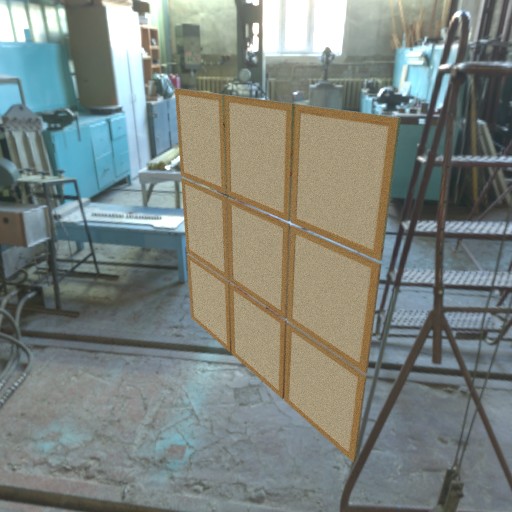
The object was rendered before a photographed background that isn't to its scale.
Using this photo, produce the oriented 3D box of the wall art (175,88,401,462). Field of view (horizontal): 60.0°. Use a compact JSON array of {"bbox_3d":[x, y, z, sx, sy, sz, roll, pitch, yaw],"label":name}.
[{"bbox_3d":[0.000,0.000,2.268,0.013,1.523,1.517,-17,30,-33],"label":"wall art"}]
